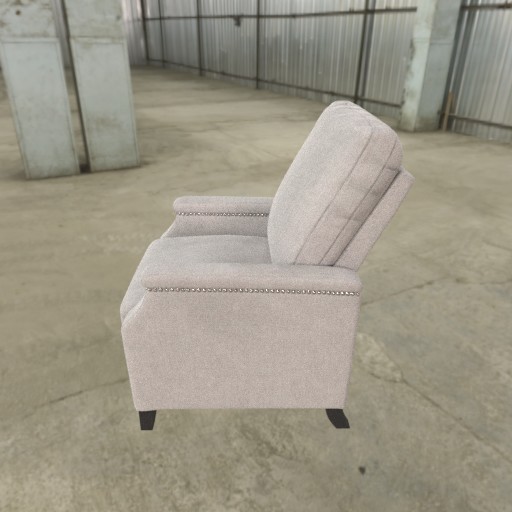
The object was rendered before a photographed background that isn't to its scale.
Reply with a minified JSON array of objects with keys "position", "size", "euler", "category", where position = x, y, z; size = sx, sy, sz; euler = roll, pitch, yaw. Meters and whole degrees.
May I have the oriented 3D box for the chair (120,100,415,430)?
[{"position":[0.000,0.000,1.659],"size":[0.922,1.049,0.710],"euler":[0,27,-1],"category":"chair"}]
